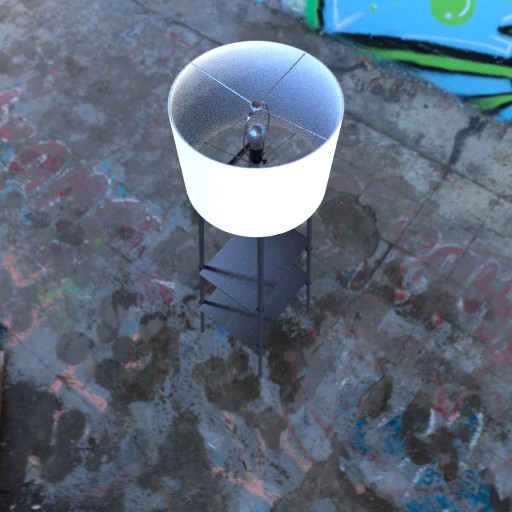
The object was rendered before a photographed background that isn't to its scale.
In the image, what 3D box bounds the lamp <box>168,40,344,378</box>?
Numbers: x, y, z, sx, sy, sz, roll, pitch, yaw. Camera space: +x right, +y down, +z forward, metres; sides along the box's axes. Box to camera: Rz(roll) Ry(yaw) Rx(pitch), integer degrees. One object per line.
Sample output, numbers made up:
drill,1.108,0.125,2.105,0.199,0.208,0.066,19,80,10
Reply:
lamp,0.000,0.000,1.603,0.384,1.474,0.427,34,68,16
